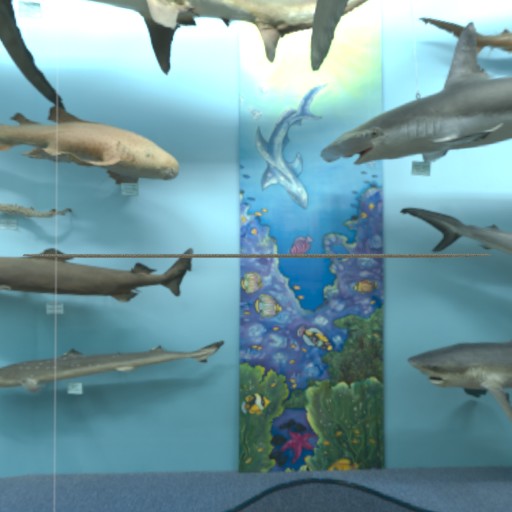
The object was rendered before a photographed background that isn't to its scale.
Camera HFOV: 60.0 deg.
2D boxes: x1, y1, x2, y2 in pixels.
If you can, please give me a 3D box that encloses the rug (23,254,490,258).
[{"bbox_3d":[0.000,0.000,2.677,2.430,0.012,0.767,0,-1,1],"label":"rug"}]
